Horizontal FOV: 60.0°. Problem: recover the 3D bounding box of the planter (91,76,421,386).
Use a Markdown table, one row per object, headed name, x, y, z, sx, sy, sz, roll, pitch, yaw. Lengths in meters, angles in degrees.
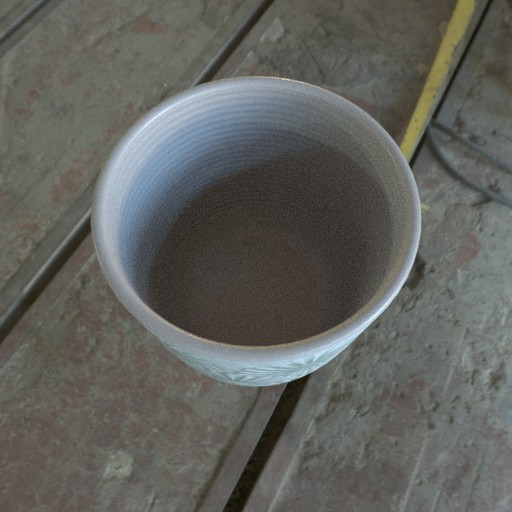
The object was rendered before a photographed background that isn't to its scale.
| name | x | y | z | sx | sy | sz | roll | pitch | yaw |
| --- | --- | --- | --- | --- | --- | --- | --- | --- | --- |
| planter | 0.000 | 0.000 | 0.216 | 0.124 | 0.109 | 0.124 | 0 | 65 | 0 |
